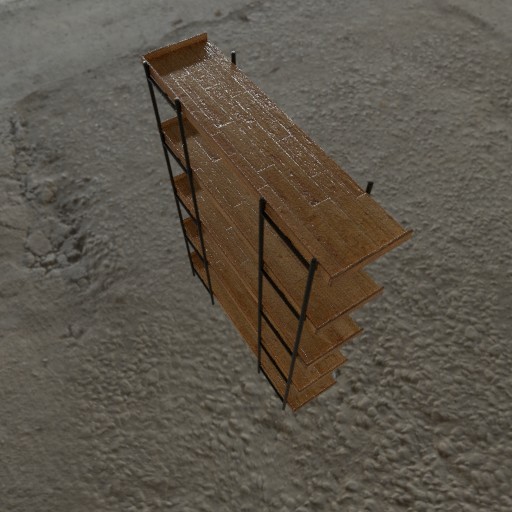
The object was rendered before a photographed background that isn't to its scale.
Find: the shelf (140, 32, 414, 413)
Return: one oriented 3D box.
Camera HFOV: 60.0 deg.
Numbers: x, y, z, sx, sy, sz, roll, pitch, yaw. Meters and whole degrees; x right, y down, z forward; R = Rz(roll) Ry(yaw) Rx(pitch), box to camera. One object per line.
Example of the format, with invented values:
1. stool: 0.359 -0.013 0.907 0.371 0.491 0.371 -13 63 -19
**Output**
1. shelf: 0.000 0.000 2.467 0.379 1.826 1.371 -29 62 -17
